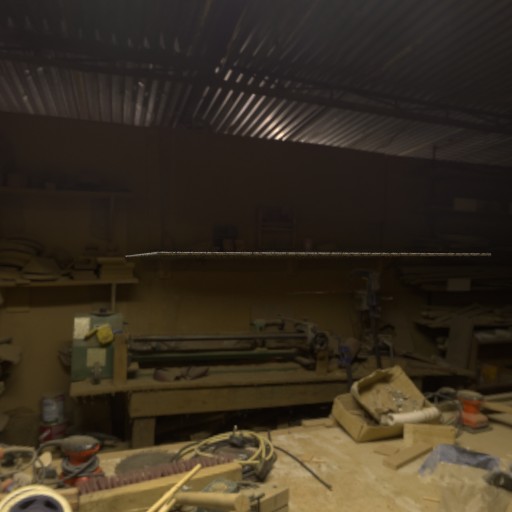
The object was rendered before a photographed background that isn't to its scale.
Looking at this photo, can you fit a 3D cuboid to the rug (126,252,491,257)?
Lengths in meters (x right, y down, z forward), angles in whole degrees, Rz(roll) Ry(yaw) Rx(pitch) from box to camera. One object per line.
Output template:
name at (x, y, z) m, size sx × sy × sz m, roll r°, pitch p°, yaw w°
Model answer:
rug at (0.000, 0.000, 2.310) m, size 1.220 × 0.008 × 1.824 m, roll 0°, pitch 0°, yaw -19°
